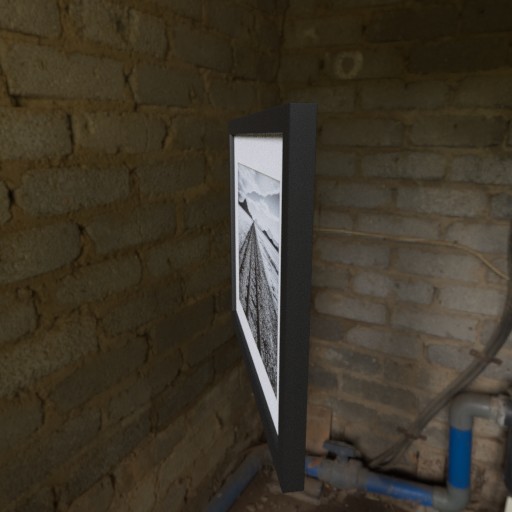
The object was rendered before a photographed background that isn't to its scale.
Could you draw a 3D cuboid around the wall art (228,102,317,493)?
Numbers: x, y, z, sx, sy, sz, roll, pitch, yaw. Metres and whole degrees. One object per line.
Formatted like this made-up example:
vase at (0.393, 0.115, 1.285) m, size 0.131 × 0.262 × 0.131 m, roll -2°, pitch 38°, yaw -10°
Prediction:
wall art at (0.000, 0.000, 0.755) m, size 0.029 × 0.458 × 0.559 m, roll -3°, pitch 15°, yaw -9°
